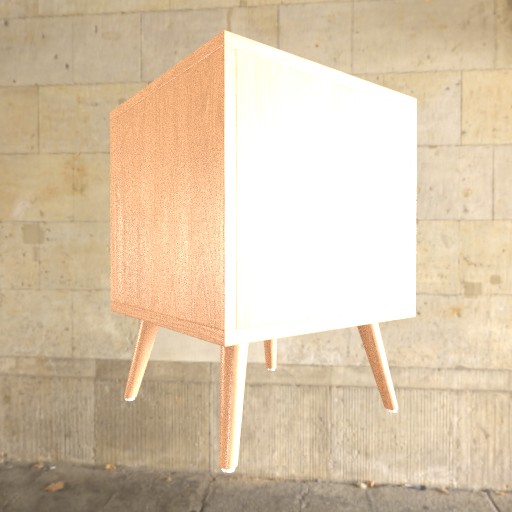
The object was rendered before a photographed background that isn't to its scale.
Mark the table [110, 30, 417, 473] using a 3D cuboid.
[{"bbox_3d":[0.000,0.000,0.814,0.400,0.550,0.400,-1,1,-37],"label":"table"}]
